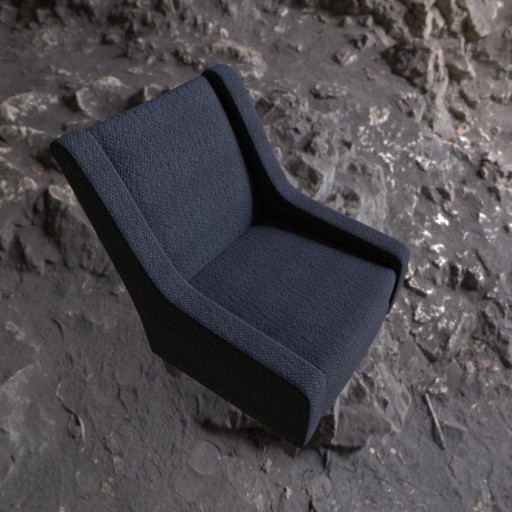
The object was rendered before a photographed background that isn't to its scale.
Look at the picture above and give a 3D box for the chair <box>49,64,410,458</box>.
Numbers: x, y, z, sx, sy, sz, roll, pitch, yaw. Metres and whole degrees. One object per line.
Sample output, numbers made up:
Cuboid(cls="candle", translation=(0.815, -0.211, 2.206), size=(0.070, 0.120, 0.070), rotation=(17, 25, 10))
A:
Cuboid(cls="chair", translation=(0.000, 0.000, 1.642), size=(0.944, 1.012, 0.793), rotation=(25, 48, 25))
